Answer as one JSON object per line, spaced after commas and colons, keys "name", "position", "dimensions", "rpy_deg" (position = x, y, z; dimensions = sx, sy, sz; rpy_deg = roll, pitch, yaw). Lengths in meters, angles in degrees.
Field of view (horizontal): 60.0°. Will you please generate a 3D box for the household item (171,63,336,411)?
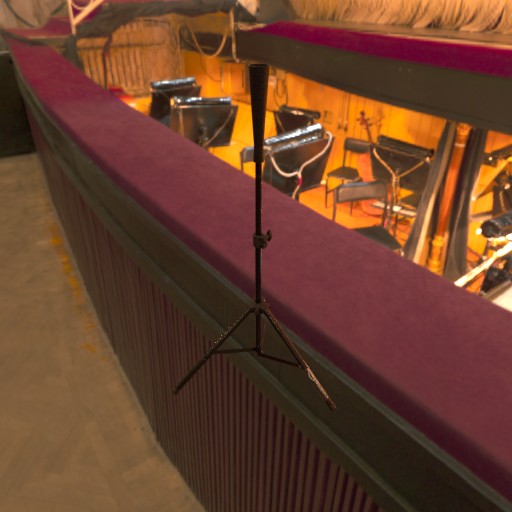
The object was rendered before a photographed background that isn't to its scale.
{"name": "household item", "position": [0.000, 0.000, 1.355], "dimensions": [0.559, 1.067, 0.559], "rpy_deg": [-22, 37, -31]}
